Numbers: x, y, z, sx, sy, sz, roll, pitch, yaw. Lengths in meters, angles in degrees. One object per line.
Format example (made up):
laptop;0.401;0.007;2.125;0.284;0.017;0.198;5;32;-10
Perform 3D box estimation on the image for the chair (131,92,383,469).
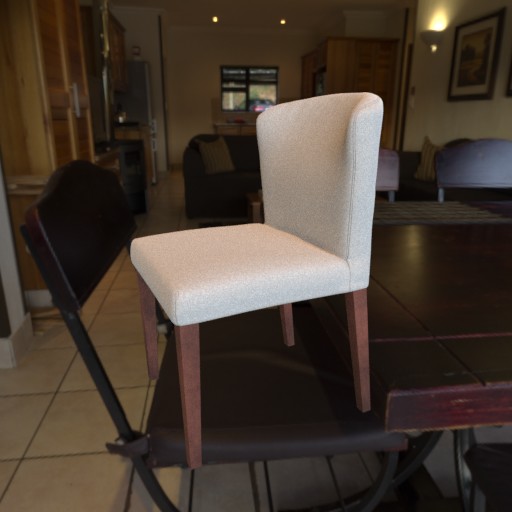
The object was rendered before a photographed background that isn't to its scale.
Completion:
chair;0.000;0.000;1.195;0.592;0.839;0.491;-8;19;-24
